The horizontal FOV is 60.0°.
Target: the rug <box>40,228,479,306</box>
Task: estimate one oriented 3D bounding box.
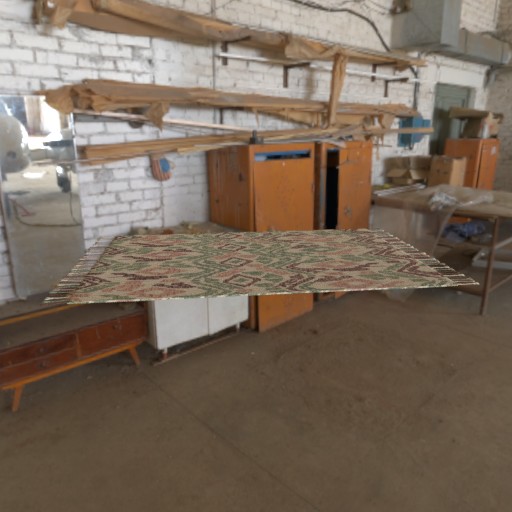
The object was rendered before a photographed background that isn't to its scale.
[{"bbox_3d":[0.000,0.000,3.121,2.438,0.011,1.524,-2,16,-7],"label":"rug"}]
